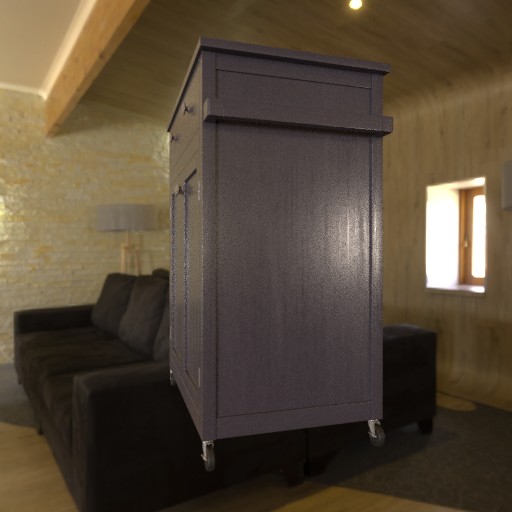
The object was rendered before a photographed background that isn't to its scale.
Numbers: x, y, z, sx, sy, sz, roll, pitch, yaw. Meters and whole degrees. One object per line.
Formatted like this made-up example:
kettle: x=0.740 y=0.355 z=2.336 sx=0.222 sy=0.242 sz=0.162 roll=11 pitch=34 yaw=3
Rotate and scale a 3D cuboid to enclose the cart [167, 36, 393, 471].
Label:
cart: x=0.000 y=0.000 z=1.248 sx=0.449 sy=0.878 sz=0.690 roll=0 pitch=0 yaw=-17
